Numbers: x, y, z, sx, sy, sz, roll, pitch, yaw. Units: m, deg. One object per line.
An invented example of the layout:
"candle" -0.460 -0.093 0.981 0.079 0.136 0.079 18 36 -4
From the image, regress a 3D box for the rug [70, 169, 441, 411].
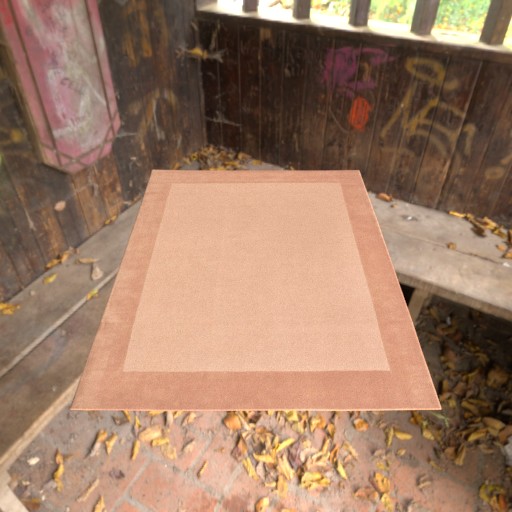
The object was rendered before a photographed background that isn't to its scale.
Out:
"rug" 0.000 0.000 4.032 2.431 0.021 3.057 0 41 0
